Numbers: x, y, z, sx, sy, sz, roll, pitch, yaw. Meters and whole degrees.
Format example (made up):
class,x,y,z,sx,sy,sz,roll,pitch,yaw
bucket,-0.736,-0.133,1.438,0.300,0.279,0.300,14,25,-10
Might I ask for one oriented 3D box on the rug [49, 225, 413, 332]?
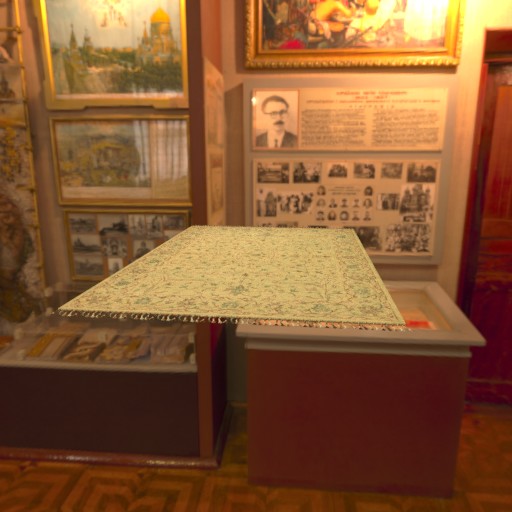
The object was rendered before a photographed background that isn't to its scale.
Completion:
class,x,y,z,sx,sy,sz,roll,pitch,yaw
rug,0.000,0.000,2.997,1.544,0.010,2.435,2,13,7
